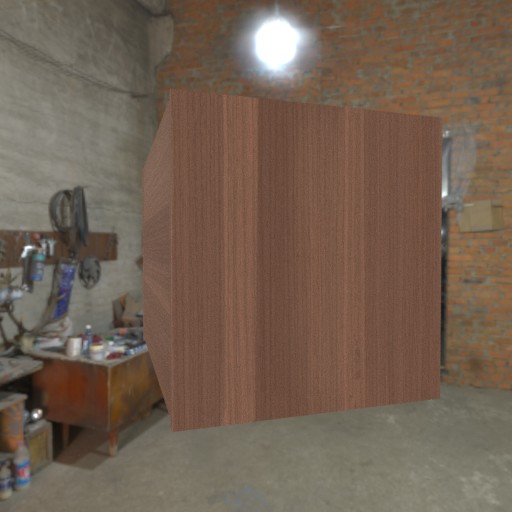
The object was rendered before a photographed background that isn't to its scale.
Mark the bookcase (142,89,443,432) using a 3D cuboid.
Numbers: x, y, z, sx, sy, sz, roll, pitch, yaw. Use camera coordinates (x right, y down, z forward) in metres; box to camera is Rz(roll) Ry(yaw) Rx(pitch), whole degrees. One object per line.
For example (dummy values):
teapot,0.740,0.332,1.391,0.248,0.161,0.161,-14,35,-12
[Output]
bookcase,0.000,0.000,0.635,0.290,0.305,0.415,0,1,-18
